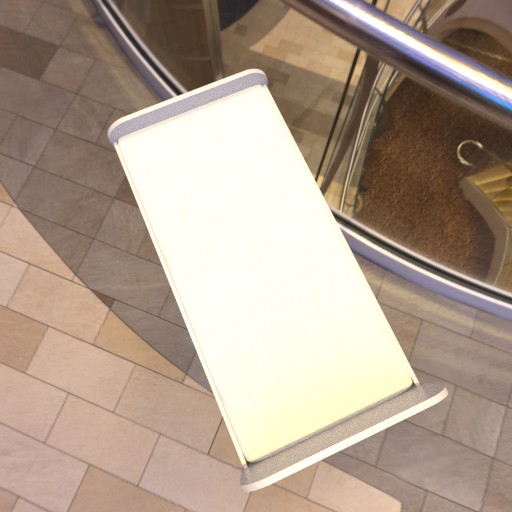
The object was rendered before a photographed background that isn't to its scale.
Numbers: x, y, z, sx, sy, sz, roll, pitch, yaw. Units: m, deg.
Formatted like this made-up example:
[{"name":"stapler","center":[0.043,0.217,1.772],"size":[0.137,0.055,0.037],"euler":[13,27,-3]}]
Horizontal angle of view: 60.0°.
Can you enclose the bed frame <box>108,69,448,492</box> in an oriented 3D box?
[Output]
[{"name":"bed frame","center":[0.000,0.000,2.423],"size":[0.998,0.805,1.963],"euler":[-23,77,-6]}]
